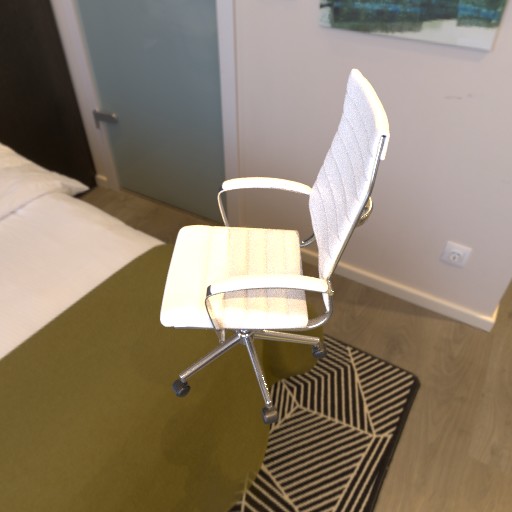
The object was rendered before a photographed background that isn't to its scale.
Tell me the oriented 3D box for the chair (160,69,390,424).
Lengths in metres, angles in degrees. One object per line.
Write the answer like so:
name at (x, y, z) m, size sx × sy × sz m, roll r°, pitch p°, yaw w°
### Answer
chair at (0.000, 0.000, 1.568) m, size 0.679 × 1.149 × 0.679 m, roll 0°, pitch 41°, yaw 0°
